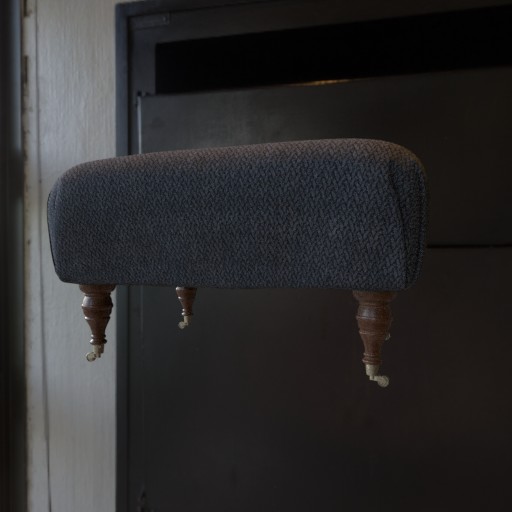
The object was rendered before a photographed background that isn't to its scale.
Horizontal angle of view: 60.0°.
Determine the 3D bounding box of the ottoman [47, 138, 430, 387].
[{"bbox_3d":[0.000,0.000,1.058,0.747,0.450,0.622,0,1,17],"label":"ottoman"}]
